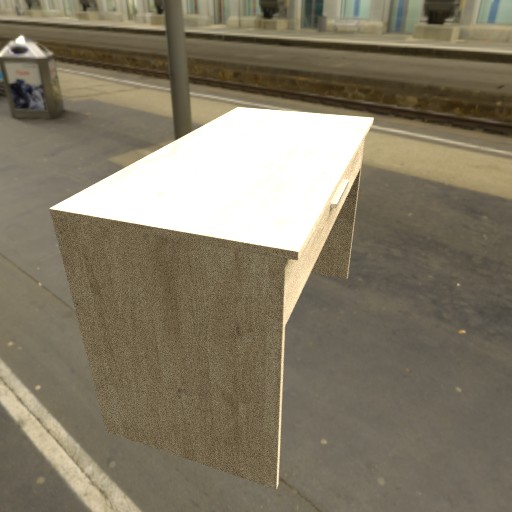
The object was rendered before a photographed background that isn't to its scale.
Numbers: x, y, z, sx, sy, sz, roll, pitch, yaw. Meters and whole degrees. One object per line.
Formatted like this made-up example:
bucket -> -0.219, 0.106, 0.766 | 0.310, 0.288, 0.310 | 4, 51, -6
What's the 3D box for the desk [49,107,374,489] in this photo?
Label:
desk -> 0.000, 0.000, 1.512 | 0.560, 0.730, 1.100 | 10, 32, 17
